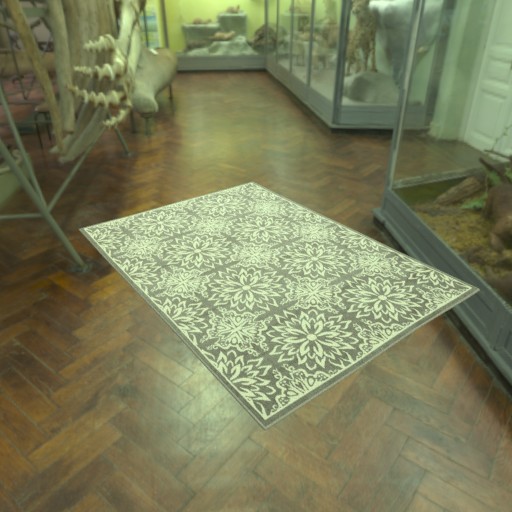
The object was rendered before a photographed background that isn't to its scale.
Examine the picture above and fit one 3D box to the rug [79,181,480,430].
[{"bbox_3d":[0.000,0.000,2.928,1.608,0.014,2.213,-21,36,-32],"label":"rug"}]
